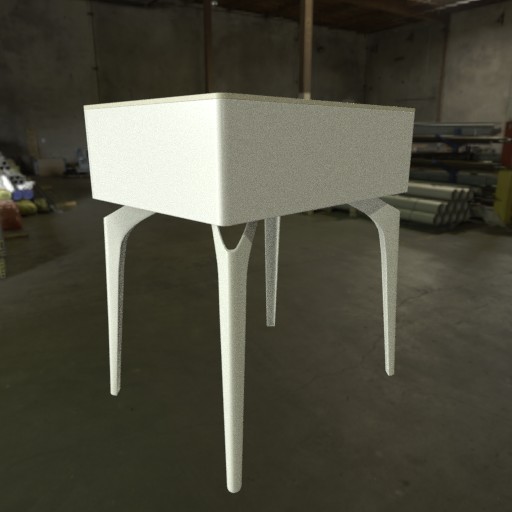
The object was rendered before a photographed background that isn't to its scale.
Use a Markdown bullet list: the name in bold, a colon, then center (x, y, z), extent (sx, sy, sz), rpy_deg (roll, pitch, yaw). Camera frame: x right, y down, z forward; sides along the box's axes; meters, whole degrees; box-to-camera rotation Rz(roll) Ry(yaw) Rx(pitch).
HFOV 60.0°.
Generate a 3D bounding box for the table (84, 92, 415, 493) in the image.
- **table**: center (0.000, 0.000, 0.896), extent (0.400, 0.570, 0.500), rpy_deg (15, 21, 43)
